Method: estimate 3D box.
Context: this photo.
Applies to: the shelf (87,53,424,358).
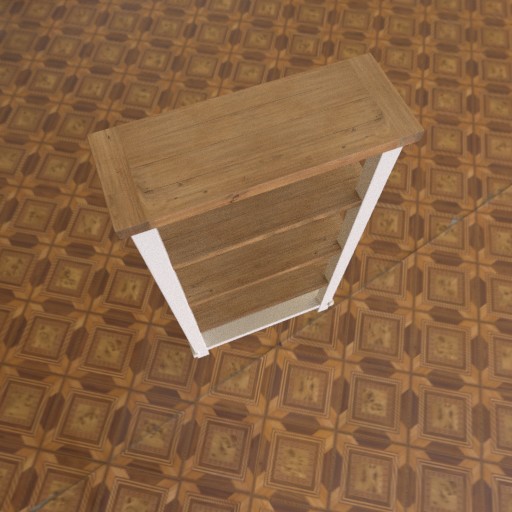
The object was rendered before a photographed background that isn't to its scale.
[{"bbox_3d":[0.000,0.000,2.276,1.022,1.878,0.381,-19,67,-9],"label":"shelf"}]
